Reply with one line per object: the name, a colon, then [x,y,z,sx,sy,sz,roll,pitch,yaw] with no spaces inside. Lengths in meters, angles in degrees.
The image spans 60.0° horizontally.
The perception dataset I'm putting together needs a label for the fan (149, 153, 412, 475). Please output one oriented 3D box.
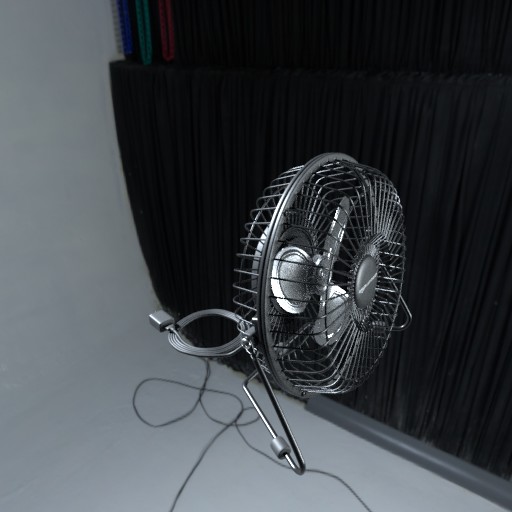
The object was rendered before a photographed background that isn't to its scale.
fan: [0.000,0.000,0.377,0.227,0.188,0.209,17,30,32]
